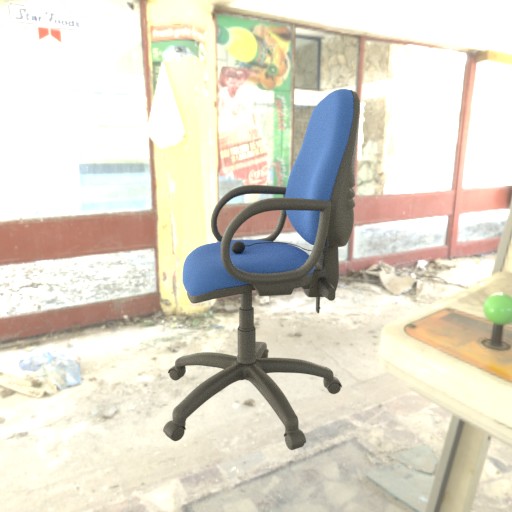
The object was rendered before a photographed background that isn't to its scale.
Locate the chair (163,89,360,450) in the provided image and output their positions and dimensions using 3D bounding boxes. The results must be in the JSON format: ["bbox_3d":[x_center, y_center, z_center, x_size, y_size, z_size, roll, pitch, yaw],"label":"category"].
[{"bbox_3d":[0.000,0.000,1.273,0.549,0.905,0.552,-2,13,-9],"label":"chair"}]
